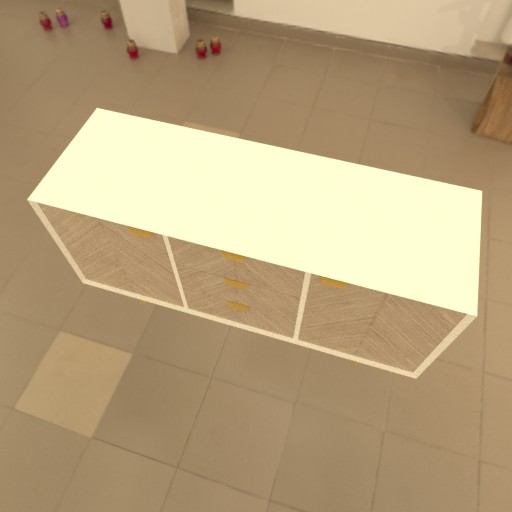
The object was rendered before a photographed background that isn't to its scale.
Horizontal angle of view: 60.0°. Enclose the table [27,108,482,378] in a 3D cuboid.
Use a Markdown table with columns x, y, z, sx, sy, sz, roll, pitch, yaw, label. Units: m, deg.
| x | y | z | sx | sy | sz | roll | pitch | yaw | label |
| --- | --- | --- | --- | --- | --- | --- | --- | --- | --- |
| 0.000 | 0.000 | 1.862 | 1.500 | 0.769 | 0.508 | 14 | 58 | 9 | table |
